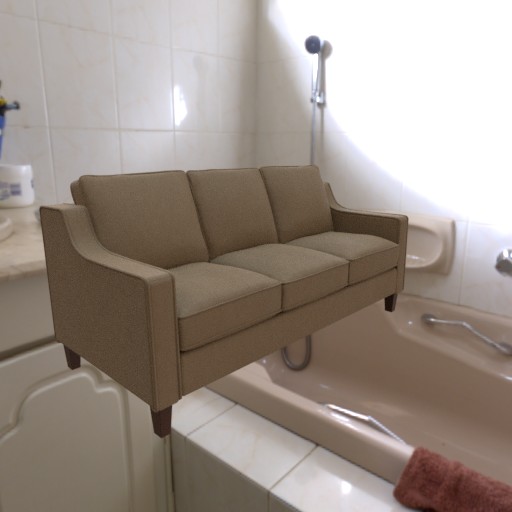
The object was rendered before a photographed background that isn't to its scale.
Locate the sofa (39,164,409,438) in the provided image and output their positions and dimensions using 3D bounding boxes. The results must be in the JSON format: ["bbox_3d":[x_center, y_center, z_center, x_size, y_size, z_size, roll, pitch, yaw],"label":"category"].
[{"bbox_3d":[0.000,0.000,2.532,0.911,0.974,1.986,13,19,42],"label":"sofa"}]
